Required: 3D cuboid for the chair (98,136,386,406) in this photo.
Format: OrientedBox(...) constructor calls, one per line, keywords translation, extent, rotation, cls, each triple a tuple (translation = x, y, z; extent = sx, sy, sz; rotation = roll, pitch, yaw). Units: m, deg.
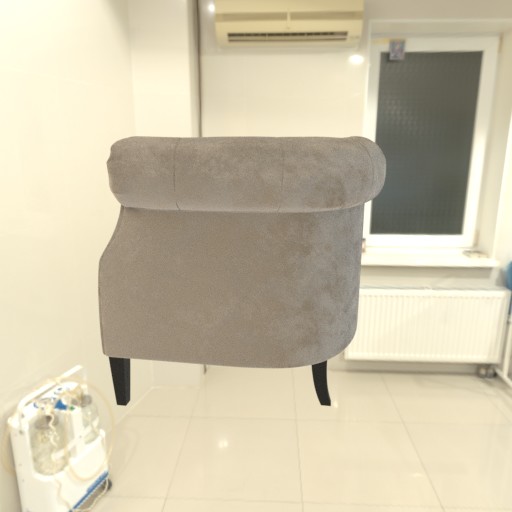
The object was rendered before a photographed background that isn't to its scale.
OrientedBox(translation=(0.000, 0.000, 1.586), extent=(0.851, 0.826, 0.904), rotation=(2, 15, 9), cls="chair")
